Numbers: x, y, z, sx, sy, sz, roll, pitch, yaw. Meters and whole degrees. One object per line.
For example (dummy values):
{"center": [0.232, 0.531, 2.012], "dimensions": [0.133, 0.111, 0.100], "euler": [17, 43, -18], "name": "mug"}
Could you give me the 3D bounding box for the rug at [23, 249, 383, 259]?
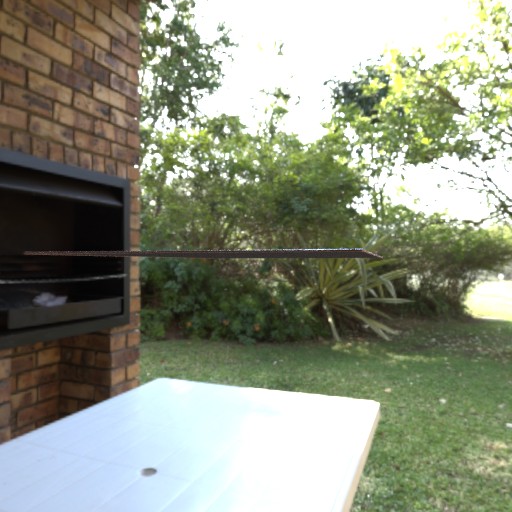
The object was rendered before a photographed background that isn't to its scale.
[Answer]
{"center": [0.000, 0.000, 2.308], "dimensions": [1.219, 0.009, 1.829], "euler": [0, -1, 18], "name": "rug"}
